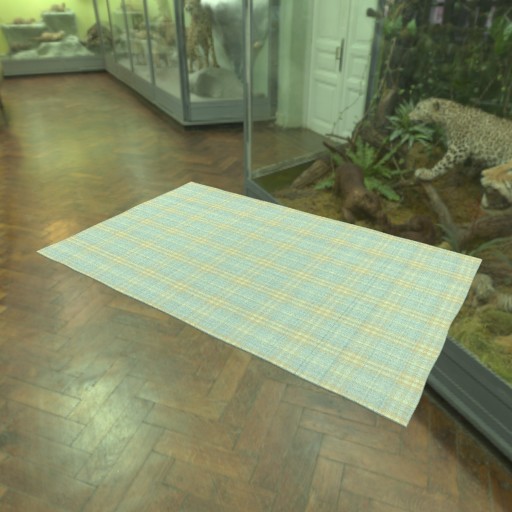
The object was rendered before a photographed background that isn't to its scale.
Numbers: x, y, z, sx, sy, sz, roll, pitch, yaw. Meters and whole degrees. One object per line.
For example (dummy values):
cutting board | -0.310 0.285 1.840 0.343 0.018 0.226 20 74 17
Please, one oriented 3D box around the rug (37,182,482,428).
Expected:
rug | 0.000 0.000 2.875 2.460 0.016 1.545 19 35 29
